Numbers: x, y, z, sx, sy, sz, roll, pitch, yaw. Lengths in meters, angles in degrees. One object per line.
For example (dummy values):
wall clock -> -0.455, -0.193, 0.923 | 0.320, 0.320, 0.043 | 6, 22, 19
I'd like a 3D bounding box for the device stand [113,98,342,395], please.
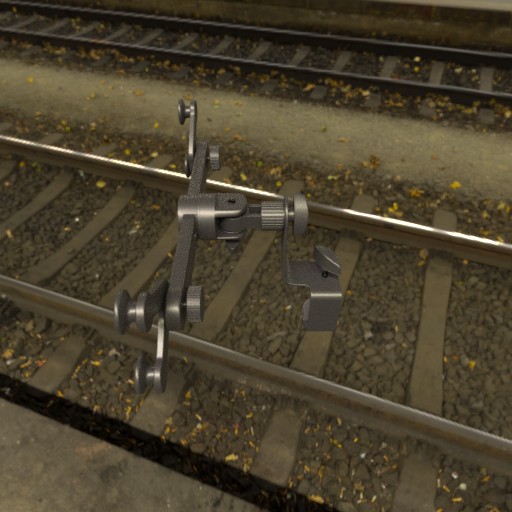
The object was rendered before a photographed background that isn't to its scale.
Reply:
device stand -> 0.000, 0.000, 0.371 | 0.142, 0.166, 0.270 | 0, 42, 0
